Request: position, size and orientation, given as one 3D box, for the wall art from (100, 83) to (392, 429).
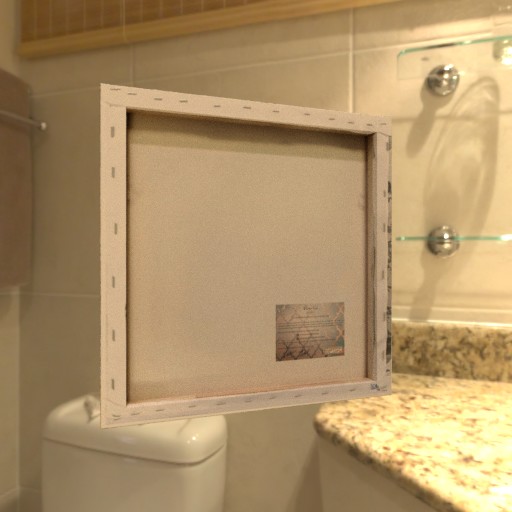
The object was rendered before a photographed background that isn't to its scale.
[{"bbox_3d":[0.000,0.000,0.456,0.302,0.306,0.038,0,0,-19],"label":"wall art"}]
